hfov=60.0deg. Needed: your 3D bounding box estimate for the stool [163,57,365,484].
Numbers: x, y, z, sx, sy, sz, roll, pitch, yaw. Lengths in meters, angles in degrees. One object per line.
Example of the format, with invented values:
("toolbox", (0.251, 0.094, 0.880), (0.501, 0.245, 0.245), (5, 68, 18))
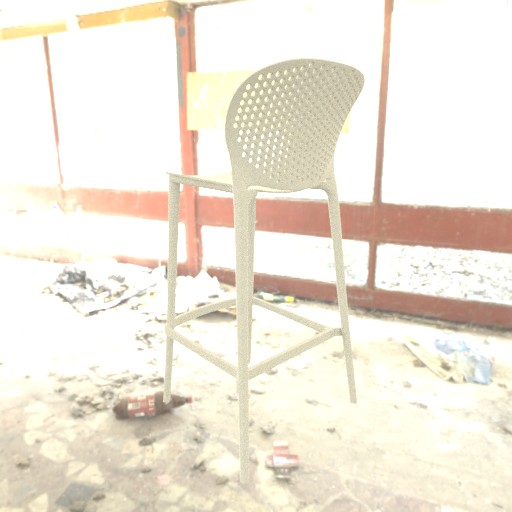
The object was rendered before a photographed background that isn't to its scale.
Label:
("stool", (0.000, 0.000, 1.351), (0.536, 1.045, 0.535), (-14, 20, -43))
